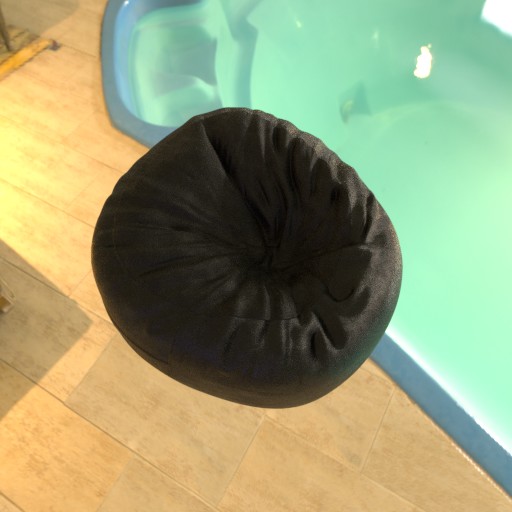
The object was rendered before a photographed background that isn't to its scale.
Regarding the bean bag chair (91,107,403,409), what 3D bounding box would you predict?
[{"bbox_3d":[0.000,0.000,2.376,1.524,0.878,1.524,32,63,18],"label":"bean bag chair"}]
